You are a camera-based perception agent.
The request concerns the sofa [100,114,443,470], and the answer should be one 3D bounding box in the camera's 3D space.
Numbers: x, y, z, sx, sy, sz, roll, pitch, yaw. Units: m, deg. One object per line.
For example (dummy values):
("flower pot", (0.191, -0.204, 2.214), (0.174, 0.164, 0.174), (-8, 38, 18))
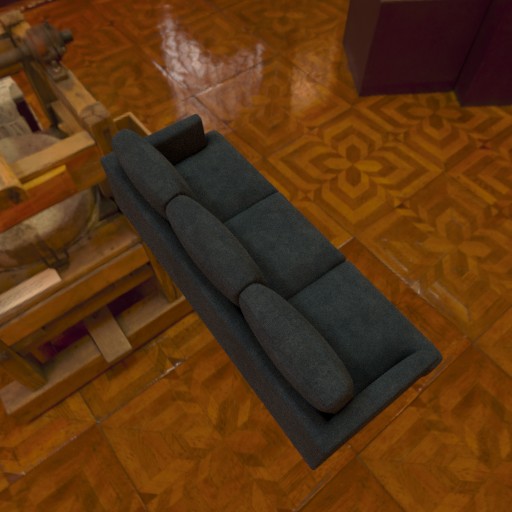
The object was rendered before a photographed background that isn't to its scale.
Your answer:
("sofa", (0.000, 0.000, 2.710), (0.903, 0.930, 2.246), (-32, 63, -19))
